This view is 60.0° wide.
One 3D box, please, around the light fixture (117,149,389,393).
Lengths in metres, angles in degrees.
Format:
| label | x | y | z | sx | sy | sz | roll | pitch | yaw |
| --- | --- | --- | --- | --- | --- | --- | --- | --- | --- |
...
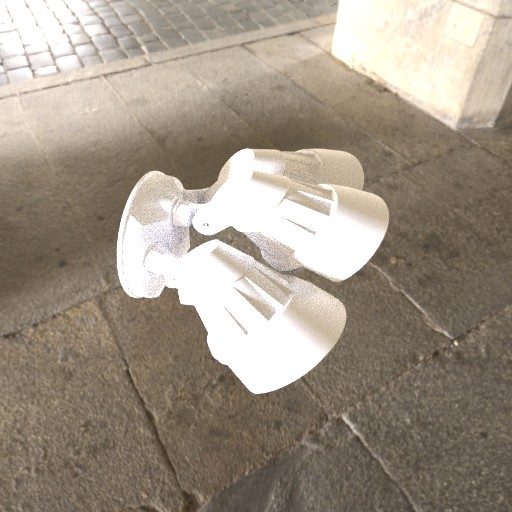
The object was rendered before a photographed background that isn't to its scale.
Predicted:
| label | x | y | z | sx | sy | sz | roll | pitch | yaw |
| --- | --- | --- | --- | --- | --- | --- | --- | --- | --- |
| light fixture | 0.000 | 0.000 | 0.540 | 0.278 | 0.237 | 0.369 | 10 | 48 | 9 |
